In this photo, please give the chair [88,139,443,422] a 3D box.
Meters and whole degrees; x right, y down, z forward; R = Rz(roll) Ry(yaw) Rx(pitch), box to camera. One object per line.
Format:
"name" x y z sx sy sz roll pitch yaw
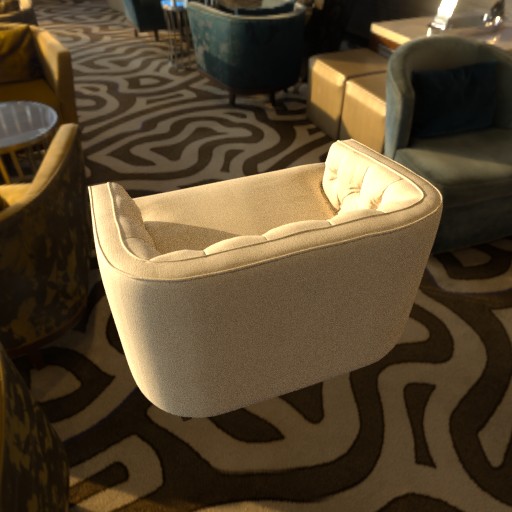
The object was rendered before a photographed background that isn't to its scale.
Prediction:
"chair" 0.000 0.000 1.725 1.118 0.787 0.914 -14 43 -15
